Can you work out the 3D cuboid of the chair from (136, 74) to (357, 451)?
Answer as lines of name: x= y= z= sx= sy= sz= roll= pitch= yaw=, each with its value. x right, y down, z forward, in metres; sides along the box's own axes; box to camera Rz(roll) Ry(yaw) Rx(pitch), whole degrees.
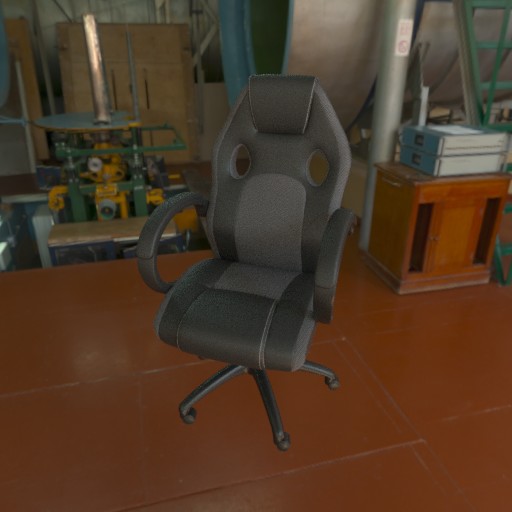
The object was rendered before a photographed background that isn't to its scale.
chair: x=0.000 y=0.000 z=1.605 sx=0.673 sy=1.187 sz=0.724 roll=8 pitch=26 yaw=17
